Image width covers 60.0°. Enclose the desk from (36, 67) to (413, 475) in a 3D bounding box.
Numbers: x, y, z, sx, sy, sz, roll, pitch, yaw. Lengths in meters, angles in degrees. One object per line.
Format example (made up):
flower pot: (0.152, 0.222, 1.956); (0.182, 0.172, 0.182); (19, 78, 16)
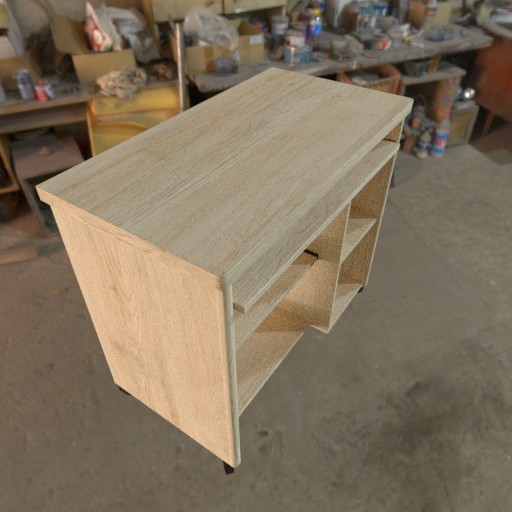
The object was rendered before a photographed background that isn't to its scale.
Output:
desk: (0.000, 0.000, 1.324); (0.480, 0.770, 0.885); (24, 46, 25)
